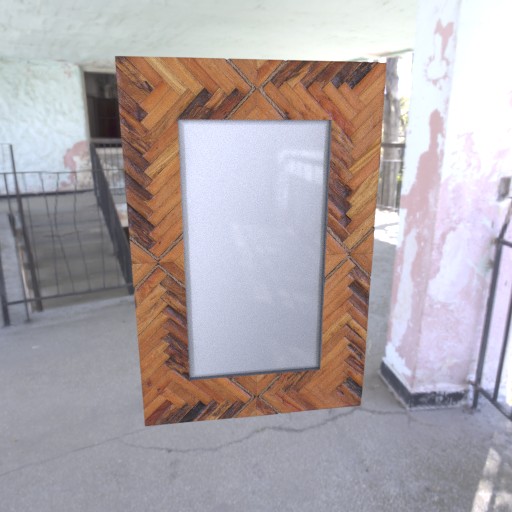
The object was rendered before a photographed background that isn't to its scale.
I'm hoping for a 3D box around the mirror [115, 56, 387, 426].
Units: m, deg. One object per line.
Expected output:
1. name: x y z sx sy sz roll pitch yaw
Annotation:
1. mirror: 0.000 0.000 1.119 0.606 0.912 0.044 -2 16 -8
